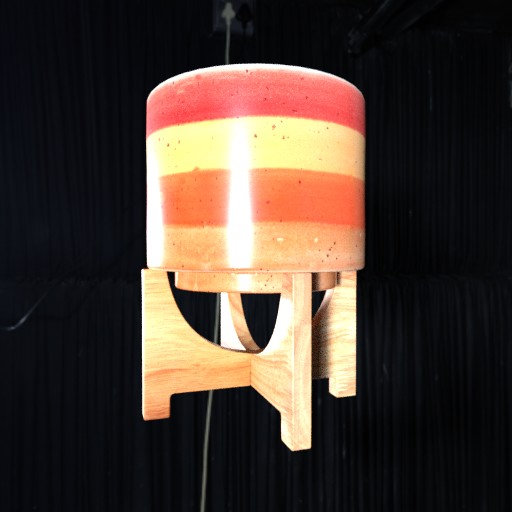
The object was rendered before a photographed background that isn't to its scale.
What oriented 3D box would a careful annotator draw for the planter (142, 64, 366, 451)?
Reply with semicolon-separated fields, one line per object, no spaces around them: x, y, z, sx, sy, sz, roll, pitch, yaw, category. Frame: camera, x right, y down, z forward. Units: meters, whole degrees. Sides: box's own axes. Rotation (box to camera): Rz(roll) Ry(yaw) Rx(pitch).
0.000;0.000;0.400;0.199;0.268;0.199;0;0;0;planter
